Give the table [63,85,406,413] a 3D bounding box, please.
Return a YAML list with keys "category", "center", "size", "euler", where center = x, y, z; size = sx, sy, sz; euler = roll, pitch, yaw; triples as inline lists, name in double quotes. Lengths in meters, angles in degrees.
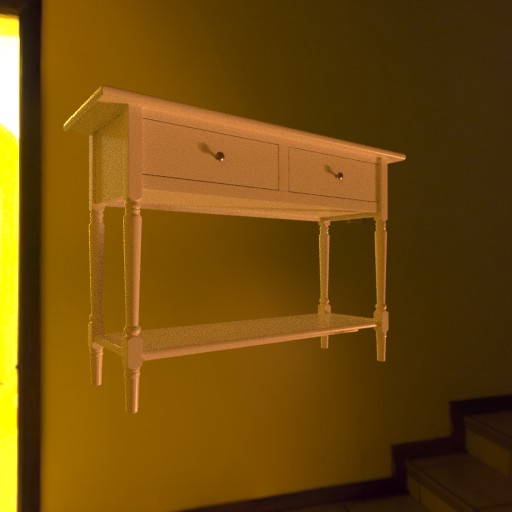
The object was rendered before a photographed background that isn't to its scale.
- category: "table"
  center: [0.000, 0.000, 1.557]
  size: [1.191, 0.814, 0.386]
  euler: [0, -1, -36]
